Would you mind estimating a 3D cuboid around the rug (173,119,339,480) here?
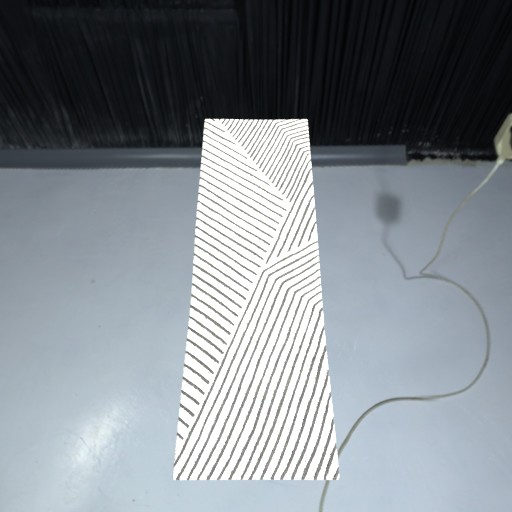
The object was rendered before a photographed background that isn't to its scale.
[{"bbox_3d":[0.000,0.000,2.691,0.773,0.020,2.439,0,58,0],"label":"rug"}]
